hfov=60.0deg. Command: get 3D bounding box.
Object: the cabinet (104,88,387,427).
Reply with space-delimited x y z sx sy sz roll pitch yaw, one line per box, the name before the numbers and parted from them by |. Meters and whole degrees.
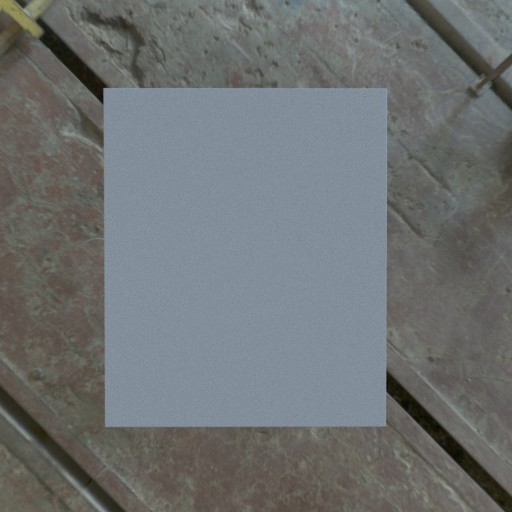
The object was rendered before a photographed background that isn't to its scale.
cabinet | 0.000 0.000 0.758 0.360 0.470 0.400 0 91 0
